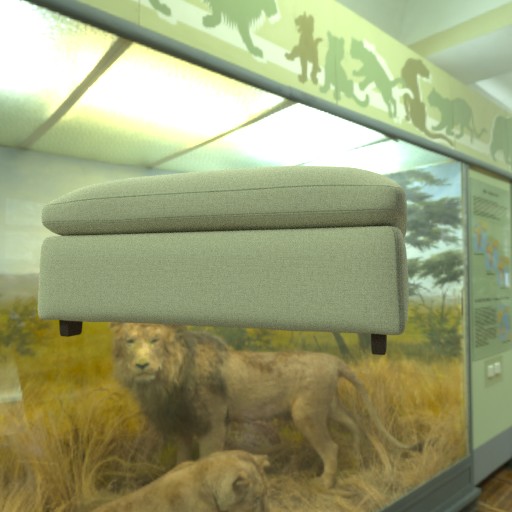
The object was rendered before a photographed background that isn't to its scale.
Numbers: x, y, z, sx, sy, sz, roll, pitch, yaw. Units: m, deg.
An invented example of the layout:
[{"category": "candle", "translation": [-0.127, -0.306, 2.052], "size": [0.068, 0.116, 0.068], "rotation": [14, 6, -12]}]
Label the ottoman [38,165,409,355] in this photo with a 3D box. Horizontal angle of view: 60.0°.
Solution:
[{"category": "ottoman", "translation": [0.000, 0.000, 1.505], "size": [0.977, 0.467, 0.996], "rotation": [-1, -2, 18]}]
